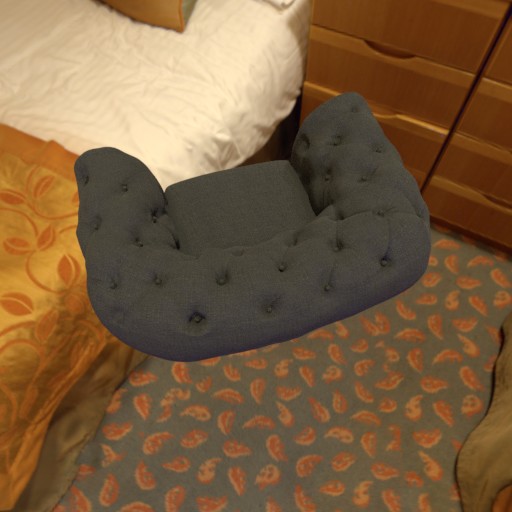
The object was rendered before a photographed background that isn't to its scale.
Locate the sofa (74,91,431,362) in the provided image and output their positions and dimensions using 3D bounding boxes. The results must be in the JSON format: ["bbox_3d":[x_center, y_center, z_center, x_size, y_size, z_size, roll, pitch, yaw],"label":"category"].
[{"bbox_3d":[0.000,0.000,2.066,1.405,0.878,1.032,-15,60,-9],"label":"sofa"}]
